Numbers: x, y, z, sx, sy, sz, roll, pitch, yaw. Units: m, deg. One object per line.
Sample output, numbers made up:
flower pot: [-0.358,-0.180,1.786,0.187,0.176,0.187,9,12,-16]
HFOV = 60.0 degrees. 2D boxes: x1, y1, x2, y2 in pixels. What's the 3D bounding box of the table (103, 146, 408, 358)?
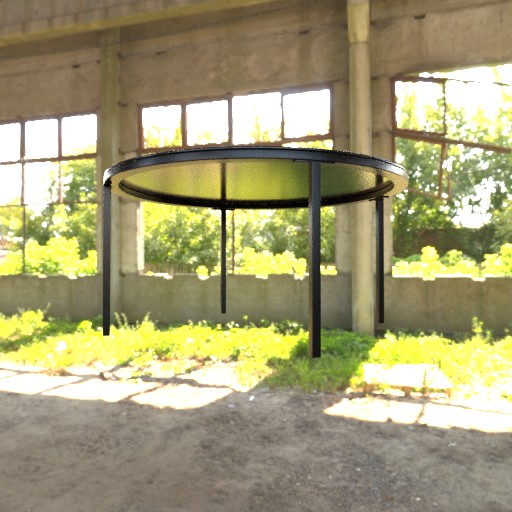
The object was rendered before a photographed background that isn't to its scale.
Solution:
table: [0.000,0.000,1.226,0.800,0.400,0.800,0,-1,0]
